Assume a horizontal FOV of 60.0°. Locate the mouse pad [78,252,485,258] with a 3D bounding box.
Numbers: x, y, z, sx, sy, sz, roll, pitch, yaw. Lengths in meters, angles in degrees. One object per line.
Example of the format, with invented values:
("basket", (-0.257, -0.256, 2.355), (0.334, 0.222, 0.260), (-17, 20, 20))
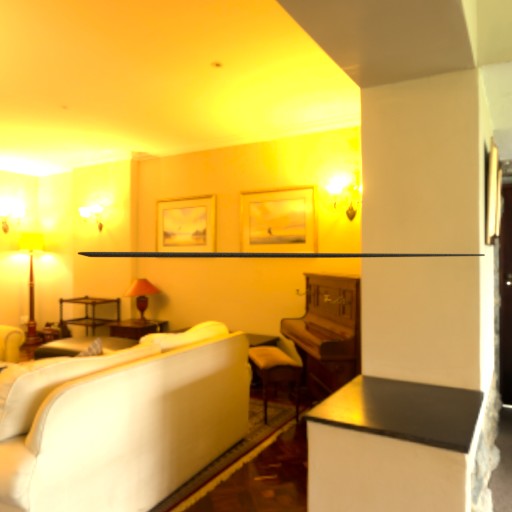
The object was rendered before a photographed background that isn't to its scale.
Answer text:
("mouse pad", (0.000, 0.000, 0.626), (0.451, 0.002, 0.393), (0, -1, -19))
